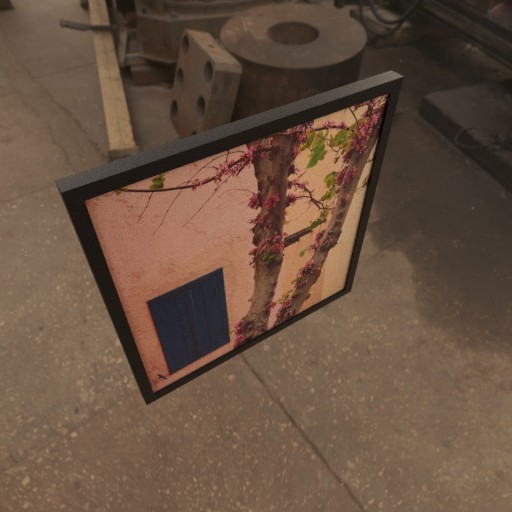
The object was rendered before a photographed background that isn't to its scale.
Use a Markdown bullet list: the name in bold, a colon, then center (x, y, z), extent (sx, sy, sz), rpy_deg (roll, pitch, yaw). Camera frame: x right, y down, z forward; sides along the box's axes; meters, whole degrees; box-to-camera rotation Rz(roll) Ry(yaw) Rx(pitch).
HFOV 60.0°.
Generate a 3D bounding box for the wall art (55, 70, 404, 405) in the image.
- **wall art**: center (0.000, 0.000, 1.134), extent (0.762, 0.762, 0.038), rpy_deg (-25, 51, -22)
